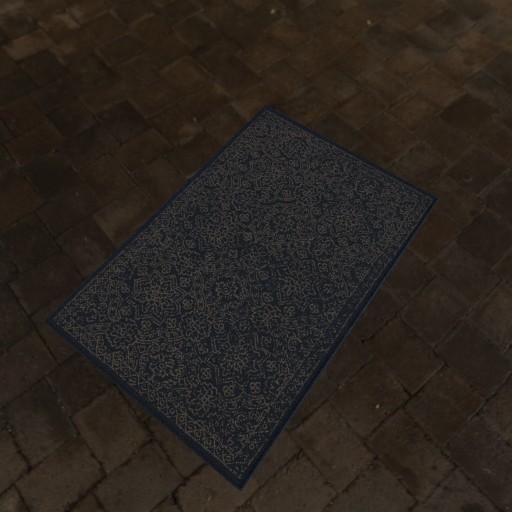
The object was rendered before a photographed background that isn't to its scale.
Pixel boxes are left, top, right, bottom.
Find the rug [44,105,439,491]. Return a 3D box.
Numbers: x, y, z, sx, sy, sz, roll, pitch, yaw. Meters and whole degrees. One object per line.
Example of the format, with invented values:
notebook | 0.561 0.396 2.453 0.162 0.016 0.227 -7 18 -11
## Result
rug | 0.000 0.000 2.332 1.219 0.010 1.829 34 67 16
